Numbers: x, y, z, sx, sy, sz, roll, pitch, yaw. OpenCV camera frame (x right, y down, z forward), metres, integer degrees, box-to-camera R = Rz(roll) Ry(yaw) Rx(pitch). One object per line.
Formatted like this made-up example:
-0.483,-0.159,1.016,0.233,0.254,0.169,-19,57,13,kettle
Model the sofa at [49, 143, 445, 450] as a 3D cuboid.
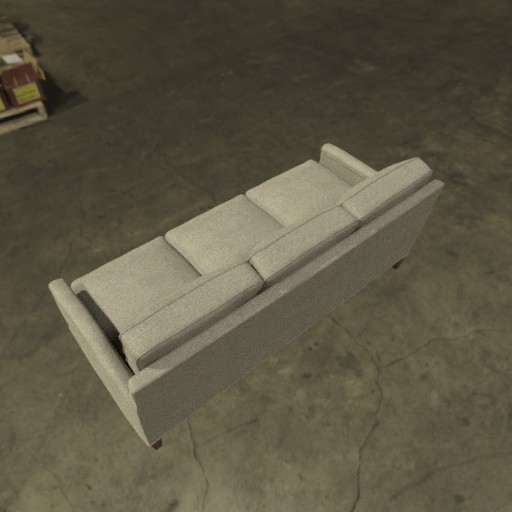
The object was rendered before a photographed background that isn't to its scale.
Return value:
0.000,0.000,2.790,2.246,1.003,1.084,-31,54,-26,sofa
